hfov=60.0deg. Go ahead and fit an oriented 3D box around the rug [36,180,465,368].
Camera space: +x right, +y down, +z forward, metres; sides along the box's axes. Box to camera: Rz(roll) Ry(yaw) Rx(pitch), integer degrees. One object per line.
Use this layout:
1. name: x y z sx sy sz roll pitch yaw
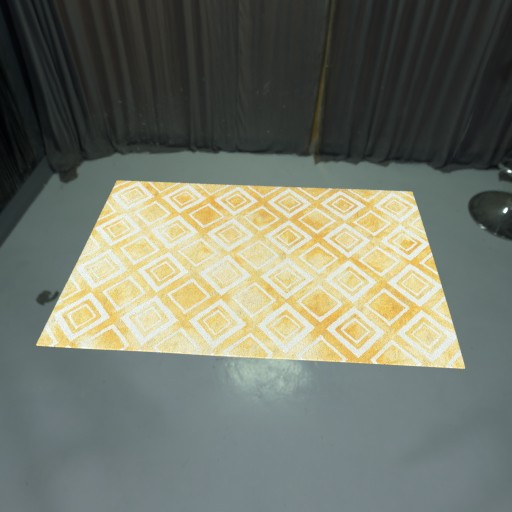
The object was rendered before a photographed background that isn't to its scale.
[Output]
1. rug: 0.000 0.000 2.303 1.829 0.010 1.213 3 45 3
